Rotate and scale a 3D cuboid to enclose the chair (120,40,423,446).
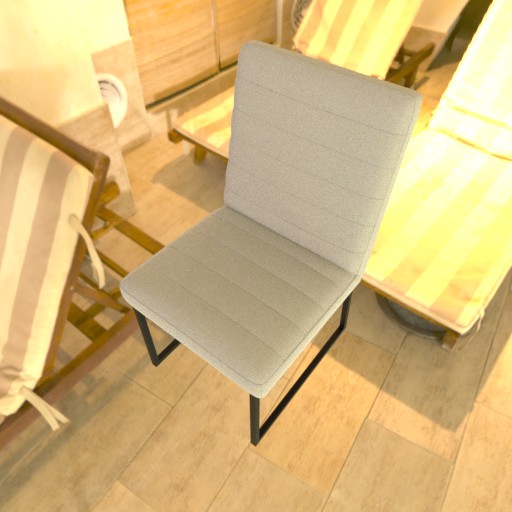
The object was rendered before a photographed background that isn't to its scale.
[{"bbox_3d":[0.000,0.000,1.288,0.520,0.930,0.634,30,54,25],"label":"chair"}]
